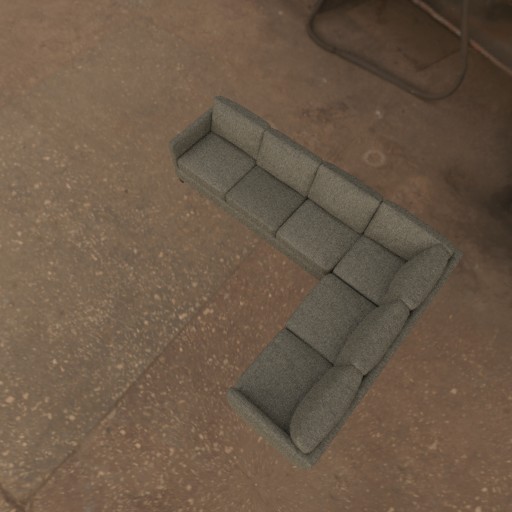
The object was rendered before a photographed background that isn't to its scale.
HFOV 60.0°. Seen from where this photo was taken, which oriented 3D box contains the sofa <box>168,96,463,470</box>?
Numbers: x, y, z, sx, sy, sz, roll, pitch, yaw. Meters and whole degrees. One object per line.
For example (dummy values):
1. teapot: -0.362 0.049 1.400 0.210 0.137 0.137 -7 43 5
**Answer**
1. sofa: 0.000 0.000 4.635 3.302 0.947 2.593 37 69 17
